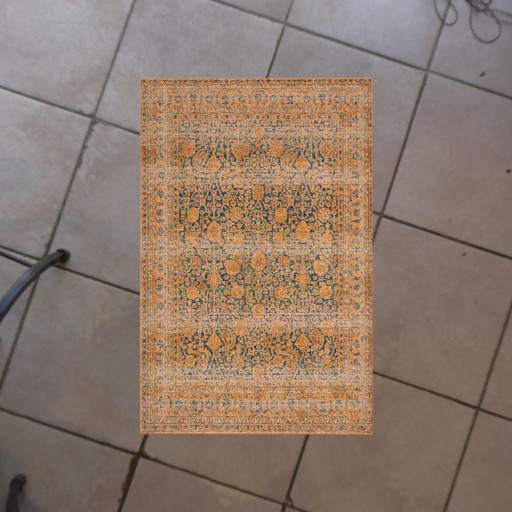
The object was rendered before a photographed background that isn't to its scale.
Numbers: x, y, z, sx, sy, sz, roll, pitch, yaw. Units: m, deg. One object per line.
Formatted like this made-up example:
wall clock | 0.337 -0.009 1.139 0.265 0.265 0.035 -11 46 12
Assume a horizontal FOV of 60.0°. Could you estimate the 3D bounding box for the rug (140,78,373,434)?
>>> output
rug | 0.000 0.000 2.911 1.525 0.007 2.336 0 90 0
